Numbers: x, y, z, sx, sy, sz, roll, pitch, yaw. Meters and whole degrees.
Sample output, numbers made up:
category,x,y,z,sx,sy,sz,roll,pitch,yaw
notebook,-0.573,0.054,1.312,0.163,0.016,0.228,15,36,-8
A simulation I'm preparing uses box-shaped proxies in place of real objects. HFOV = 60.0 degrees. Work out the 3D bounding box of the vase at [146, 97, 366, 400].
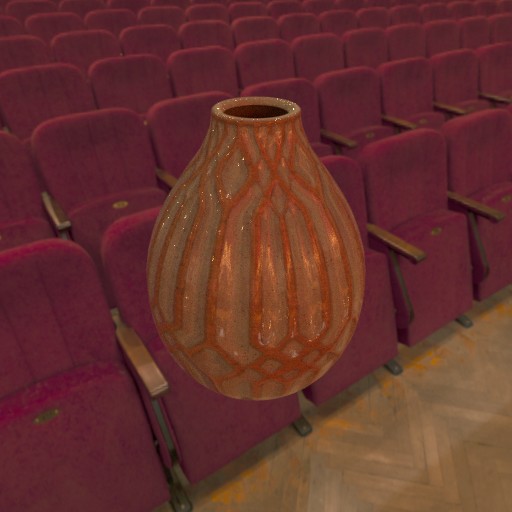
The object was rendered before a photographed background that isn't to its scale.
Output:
category,x,y,z,sx,sy,sz,roll,pitch,yaw
vase,0.000,0.000,0.265,0.131,0.175,0.131,0,33,0
